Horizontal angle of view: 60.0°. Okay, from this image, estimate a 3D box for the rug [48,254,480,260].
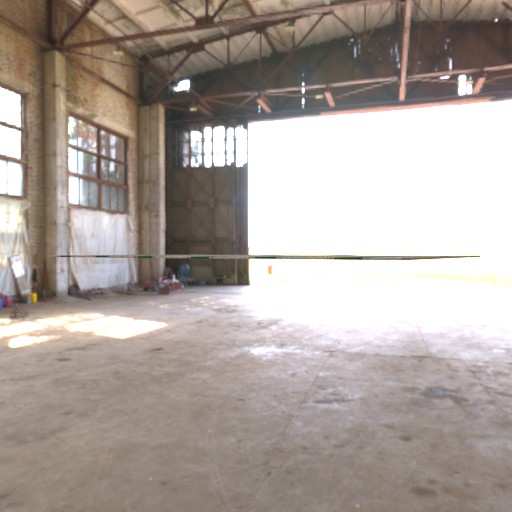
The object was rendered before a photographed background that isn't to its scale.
[{"bbox_3d":[0.000,0.000,2.932,2.436,0.015,1.521,0,1,36],"label":"rug"}]
